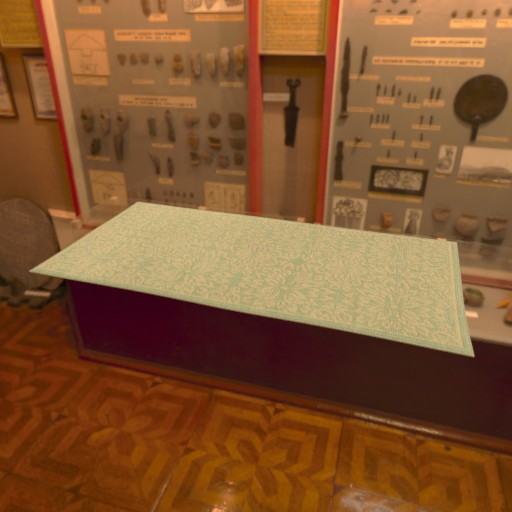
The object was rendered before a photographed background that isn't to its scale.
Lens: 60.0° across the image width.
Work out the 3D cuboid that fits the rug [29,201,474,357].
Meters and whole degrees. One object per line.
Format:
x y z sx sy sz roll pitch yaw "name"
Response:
0.000 0.000 1.398 1.219 0.007 0.604 9 29 16 "rug"
